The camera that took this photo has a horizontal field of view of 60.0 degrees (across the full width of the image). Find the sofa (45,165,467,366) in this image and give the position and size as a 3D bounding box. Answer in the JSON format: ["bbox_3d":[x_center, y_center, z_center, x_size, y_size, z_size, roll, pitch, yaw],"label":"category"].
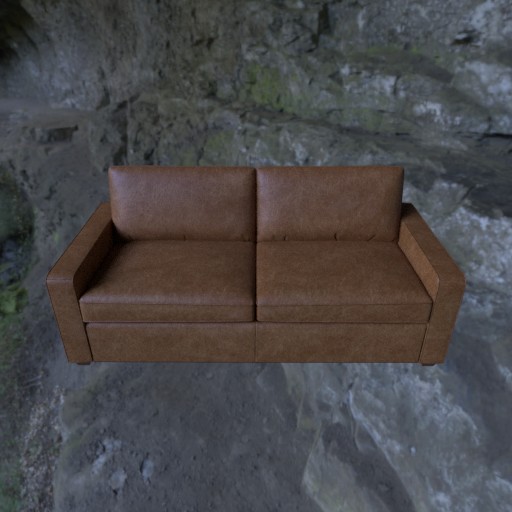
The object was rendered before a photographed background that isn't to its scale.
[{"bbox_3d":[0.000,0.000,2.665,2.156,0.928,0.991,0,30,0],"label":"sofa"}]
